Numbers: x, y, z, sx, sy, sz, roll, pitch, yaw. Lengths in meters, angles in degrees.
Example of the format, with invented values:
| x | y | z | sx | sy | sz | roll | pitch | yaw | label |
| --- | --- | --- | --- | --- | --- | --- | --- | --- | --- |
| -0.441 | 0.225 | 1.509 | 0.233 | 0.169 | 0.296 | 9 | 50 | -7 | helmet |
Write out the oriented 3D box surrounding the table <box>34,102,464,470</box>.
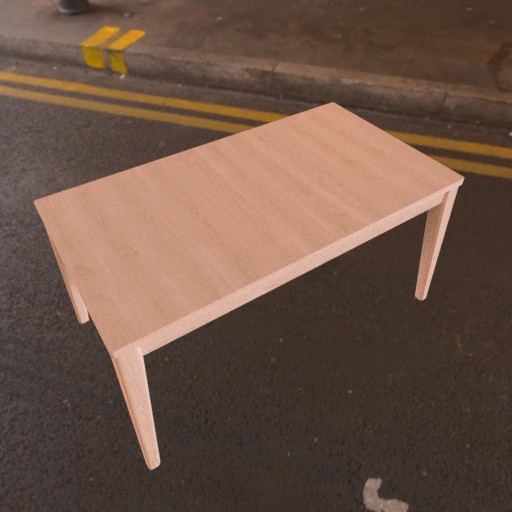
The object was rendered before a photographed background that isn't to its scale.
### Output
| x | y | z | sx | sy | sz | roll | pitch | yaw | label |
| --- | --- | --- | --- | --- | --- | --- | --- | --- | --- |
| 0.000 | 0.000 | 2.057 | 1.600 | 0.760 | 0.900 | -25 | 50 | -23 | table |
